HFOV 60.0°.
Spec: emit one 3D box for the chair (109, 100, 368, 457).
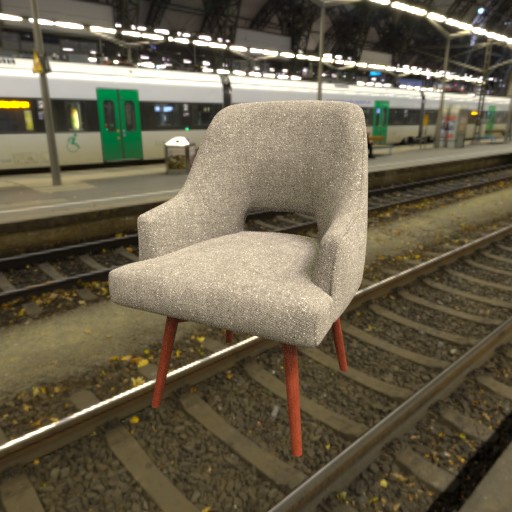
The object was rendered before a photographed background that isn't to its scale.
[{"bbox_3d":[0.000,0.000,1.289,0.608,0.875,0.629,8,19,25],"label":"chair"}]
